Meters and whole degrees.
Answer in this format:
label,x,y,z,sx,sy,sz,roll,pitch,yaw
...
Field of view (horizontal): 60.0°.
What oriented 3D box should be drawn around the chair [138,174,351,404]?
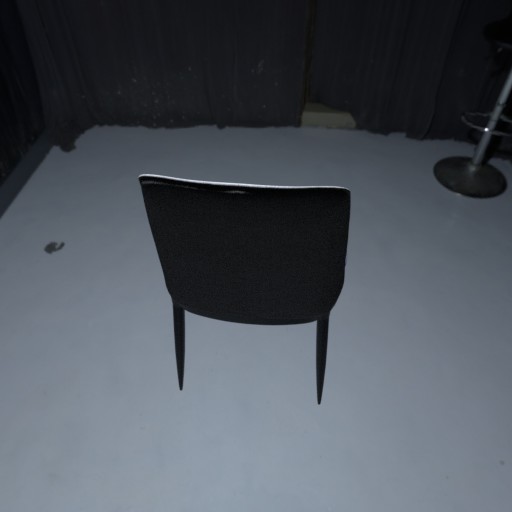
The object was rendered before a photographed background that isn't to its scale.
label,x,y,z,sx,sy,sz,roll,pitch,yaw
chair,0.000,0.000,1.191,0.488,0.855,0.550,4,46,4
